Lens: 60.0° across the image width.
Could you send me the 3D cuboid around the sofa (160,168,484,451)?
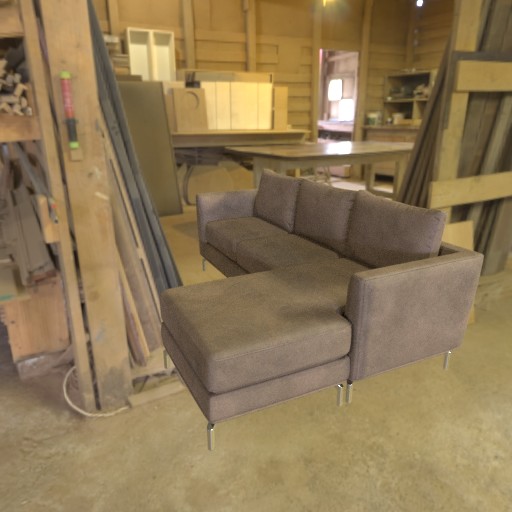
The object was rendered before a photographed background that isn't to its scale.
[{"bbox_3d":[0.000,0.000,3.210,1.622,0.987,2.438,-9,20,-25],"label":"sofa"}]
